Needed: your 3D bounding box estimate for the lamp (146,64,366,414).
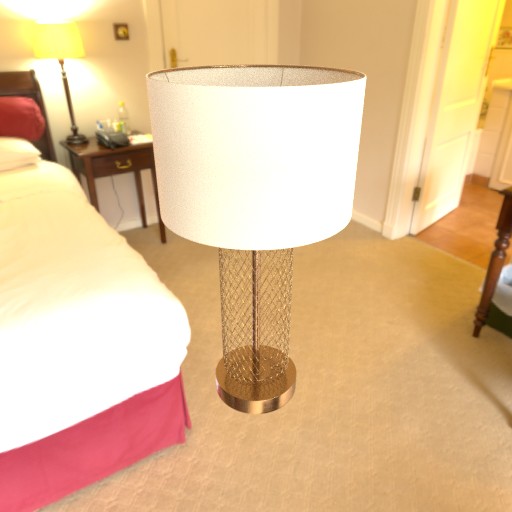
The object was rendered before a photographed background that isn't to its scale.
[{"bbox_3d":[0.000,0.000,0.630,0.252,0.483,0.252,9,29,16],"label":"lamp"}]
